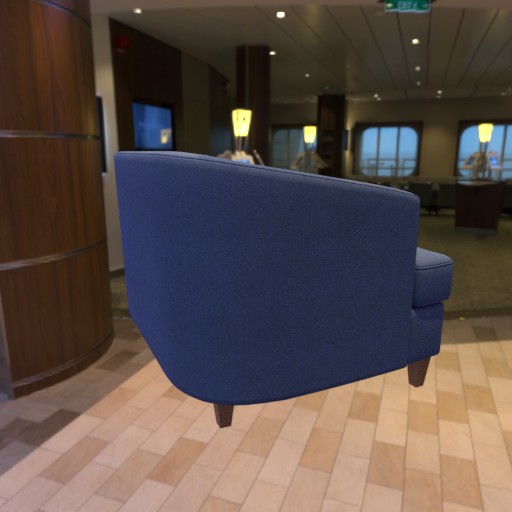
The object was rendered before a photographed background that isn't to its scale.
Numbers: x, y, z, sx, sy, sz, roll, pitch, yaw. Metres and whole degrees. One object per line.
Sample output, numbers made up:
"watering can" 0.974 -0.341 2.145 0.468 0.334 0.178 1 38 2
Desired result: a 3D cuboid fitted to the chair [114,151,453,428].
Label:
"chair" 0.000 0.000 1.715 0.914 0.787 1.118 -6 15 -25
